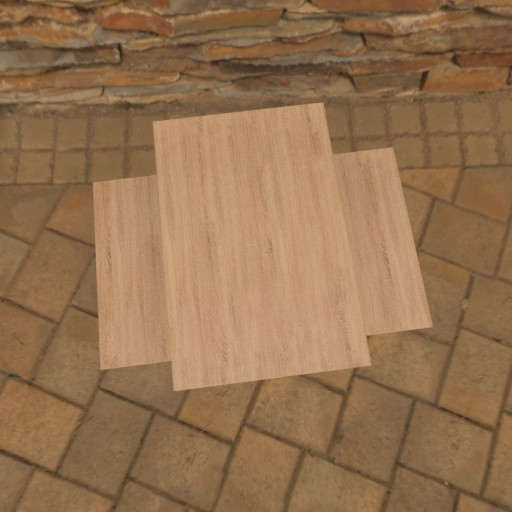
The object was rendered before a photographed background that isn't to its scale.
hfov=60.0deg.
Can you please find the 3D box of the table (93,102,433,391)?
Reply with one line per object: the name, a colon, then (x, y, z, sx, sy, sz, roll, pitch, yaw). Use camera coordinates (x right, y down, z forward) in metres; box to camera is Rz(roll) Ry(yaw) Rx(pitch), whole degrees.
table: (0.000, 0.000, 2.091, 1.443, 0.700, 1.100, -7, 76, -2)
